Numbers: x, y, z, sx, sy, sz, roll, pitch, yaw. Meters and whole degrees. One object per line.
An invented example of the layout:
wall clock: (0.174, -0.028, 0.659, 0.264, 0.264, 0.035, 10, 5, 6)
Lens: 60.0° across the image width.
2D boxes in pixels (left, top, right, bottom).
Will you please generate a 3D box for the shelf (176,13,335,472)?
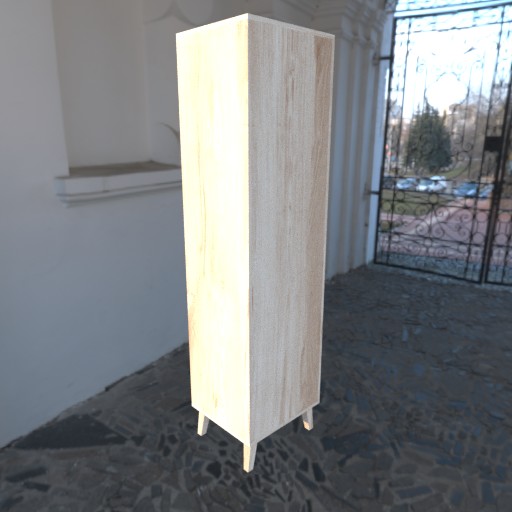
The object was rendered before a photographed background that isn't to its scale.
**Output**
shelf: (0.000, 0.000, 2.149, 0.510, 1.960, 0.450, -14, 20, -42)
